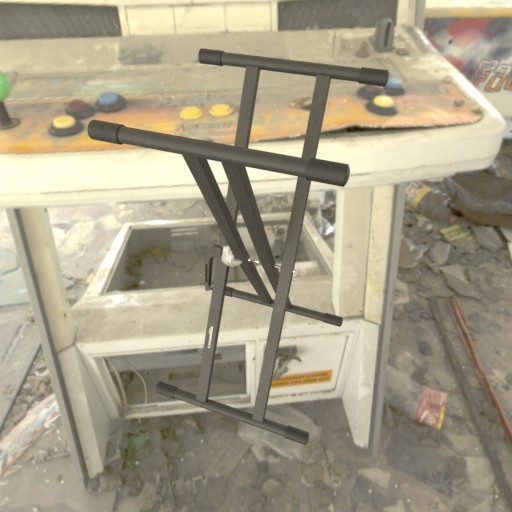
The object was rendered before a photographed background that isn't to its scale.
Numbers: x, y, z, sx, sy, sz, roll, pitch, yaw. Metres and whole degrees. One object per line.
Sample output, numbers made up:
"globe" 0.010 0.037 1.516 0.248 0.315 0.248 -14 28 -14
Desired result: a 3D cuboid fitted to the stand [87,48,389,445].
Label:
"stand" 0.000 0.000 1.218 0.495 0.900 0.503 14 43 15
